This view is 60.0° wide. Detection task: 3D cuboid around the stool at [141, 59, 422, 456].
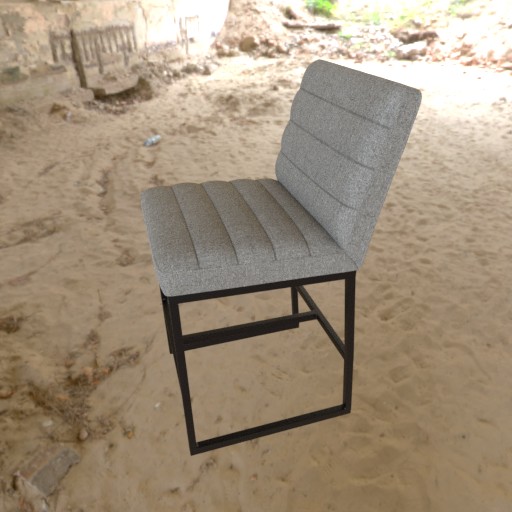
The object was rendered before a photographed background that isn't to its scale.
[{"bbox_3d":[0.000,0.000,1.219,0.560,0.940,0.460,-9,32,-15],"label":"stool"}]
